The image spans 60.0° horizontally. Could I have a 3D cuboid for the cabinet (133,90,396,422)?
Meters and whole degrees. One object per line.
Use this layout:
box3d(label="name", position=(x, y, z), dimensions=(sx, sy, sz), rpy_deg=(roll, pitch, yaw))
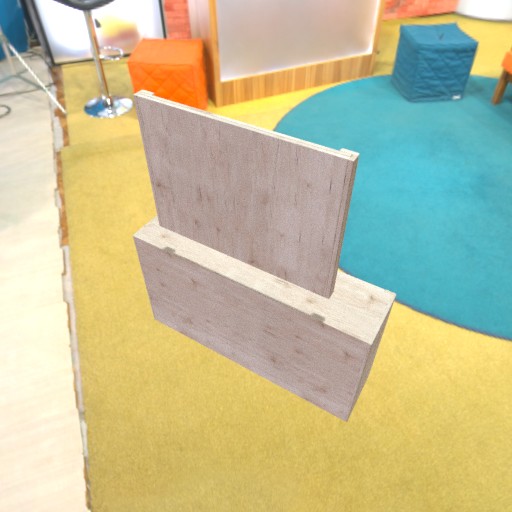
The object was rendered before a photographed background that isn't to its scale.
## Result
box3d(label="cabinet", position=(0.000, 0.000, 2.774), dimensions=(1.700, 1.981, 0.420), rpy_deg=(23, 49, 22))
